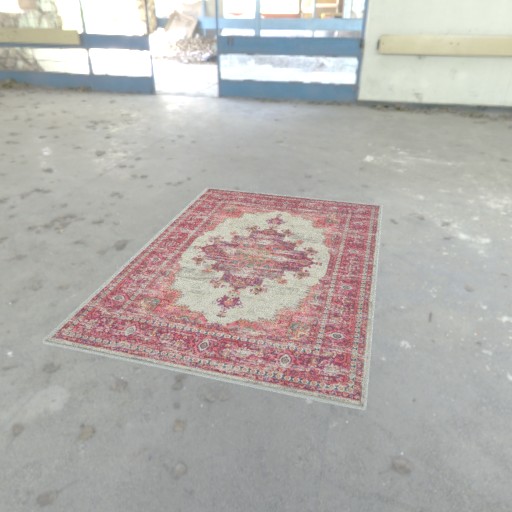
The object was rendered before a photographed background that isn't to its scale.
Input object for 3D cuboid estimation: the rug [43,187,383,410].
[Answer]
[{"bbox_3d":[0.000,0.000,2.287,1.217,0.011,1.747,8,30,14],"label":"rug"}]
